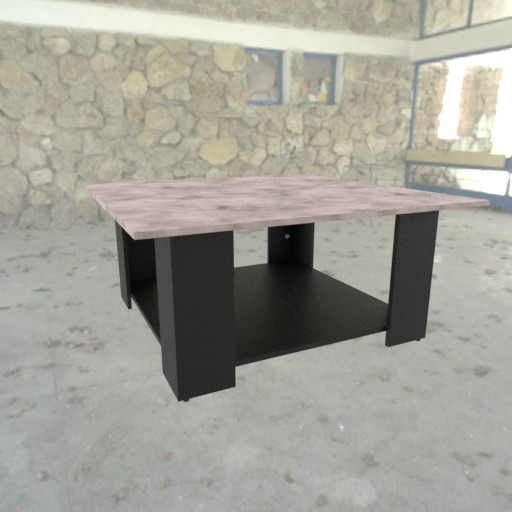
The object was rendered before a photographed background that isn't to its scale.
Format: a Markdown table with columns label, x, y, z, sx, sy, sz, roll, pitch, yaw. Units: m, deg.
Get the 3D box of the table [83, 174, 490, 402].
| label | x | y | z | sx | sy | sz | roll | pitch | yaw |
| --- | --- | --- | --- | --- | --- | --- | --- | --- | --- |
| table | 0.000 | 0.000 | 1.036 | 0.670 | 0.305 | 0.670 | -7 | 17 | -25 |
